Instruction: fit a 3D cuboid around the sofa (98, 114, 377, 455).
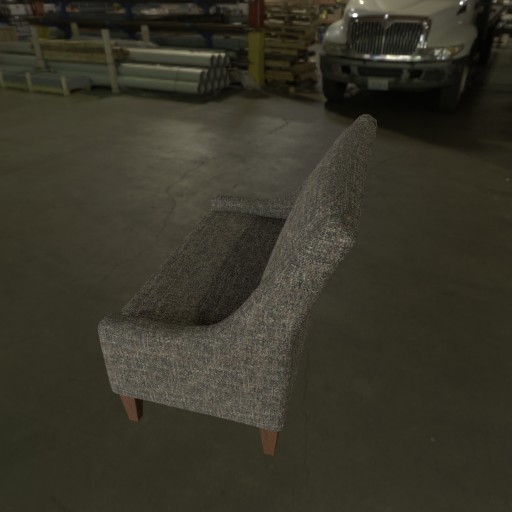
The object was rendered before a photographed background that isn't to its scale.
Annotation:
[{"bbox_3d":[0.000,0.000,1.960,0.870,1.021,1.242,8,32,13],"label":"sofa"}]
